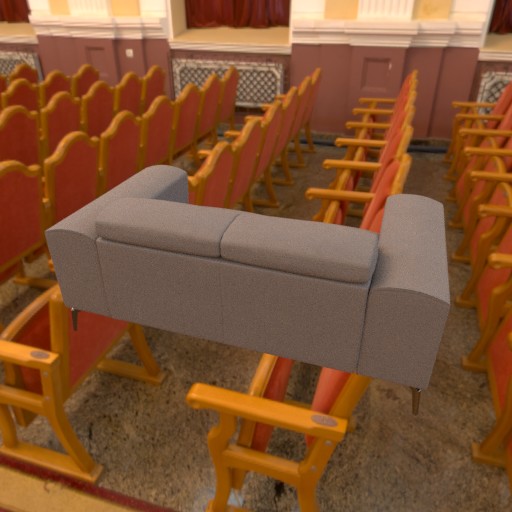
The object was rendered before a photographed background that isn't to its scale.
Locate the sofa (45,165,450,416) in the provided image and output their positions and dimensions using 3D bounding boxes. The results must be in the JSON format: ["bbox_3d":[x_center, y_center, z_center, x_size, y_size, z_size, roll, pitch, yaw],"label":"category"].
[{"bbox_3d":[0.000,0.000,2.431,1.895,0.779,1.003,10,32,16],"label":"sofa"}]
